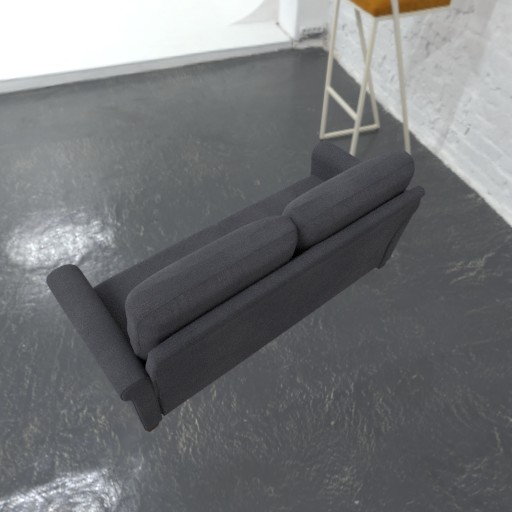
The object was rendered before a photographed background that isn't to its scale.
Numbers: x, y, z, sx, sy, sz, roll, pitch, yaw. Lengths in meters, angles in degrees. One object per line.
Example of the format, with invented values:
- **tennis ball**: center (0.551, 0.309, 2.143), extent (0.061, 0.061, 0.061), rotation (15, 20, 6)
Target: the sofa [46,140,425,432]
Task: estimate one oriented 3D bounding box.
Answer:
- **sofa**: center (0.000, 0.000, 2.417), extent (1.935, 0.942, 0.842), rotation (-30, 53, -26)
